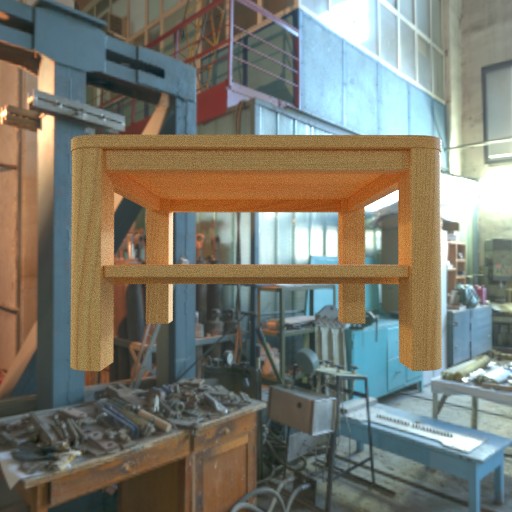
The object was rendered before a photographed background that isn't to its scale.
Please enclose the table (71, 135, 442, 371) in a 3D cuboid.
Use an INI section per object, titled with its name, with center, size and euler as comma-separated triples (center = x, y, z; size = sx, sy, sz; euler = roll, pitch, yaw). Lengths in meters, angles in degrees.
[table]
center = 0.000, 0.000, 1.215
size = 0.750, 0.450, 0.750
euler = 0, -1, 0
